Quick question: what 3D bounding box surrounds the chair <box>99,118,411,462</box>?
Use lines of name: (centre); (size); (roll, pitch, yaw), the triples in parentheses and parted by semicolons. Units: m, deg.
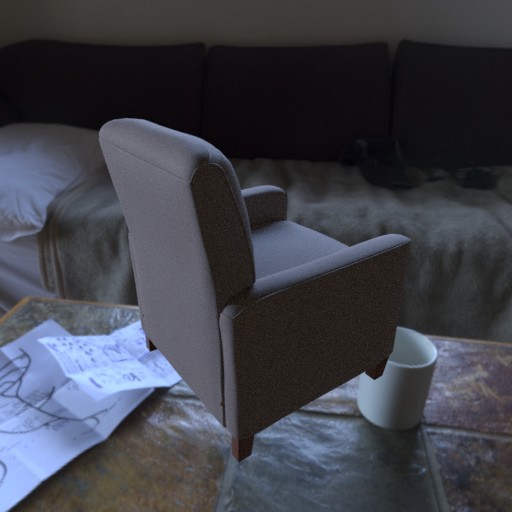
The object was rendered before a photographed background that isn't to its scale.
chair: (0.000, 0.000, 1.685); (0.859, 1.023, 0.845); (-18, 31, -32)
